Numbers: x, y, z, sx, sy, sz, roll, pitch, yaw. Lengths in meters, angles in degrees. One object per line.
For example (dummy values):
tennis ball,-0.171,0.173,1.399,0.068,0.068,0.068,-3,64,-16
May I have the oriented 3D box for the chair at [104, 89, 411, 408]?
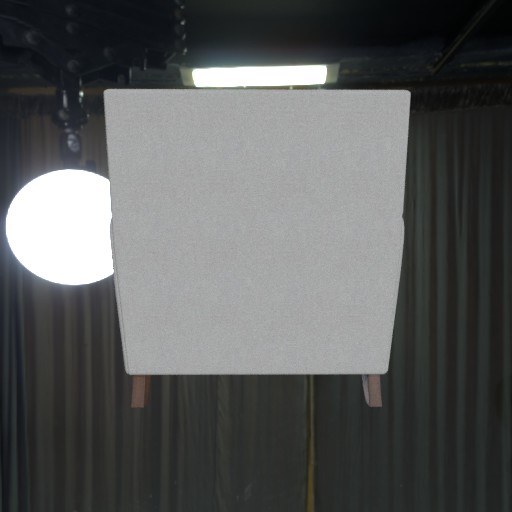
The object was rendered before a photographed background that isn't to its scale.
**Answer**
chair,0.000,0.000,1.527,0.840,0.846,0.871,0,-1,-1
